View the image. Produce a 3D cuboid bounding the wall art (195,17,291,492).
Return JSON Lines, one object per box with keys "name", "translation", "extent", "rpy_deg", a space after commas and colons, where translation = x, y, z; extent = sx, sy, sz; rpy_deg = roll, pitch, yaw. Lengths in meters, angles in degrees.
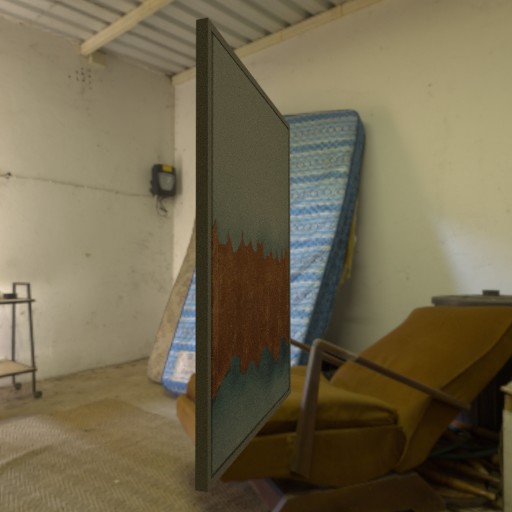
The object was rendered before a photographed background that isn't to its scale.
{"name": "wall art", "translation": [0.000, 0.000, 1.352], "extent": [0.034, 1.042, 0.789], "rpy_deg": [0, -1, 17]}
